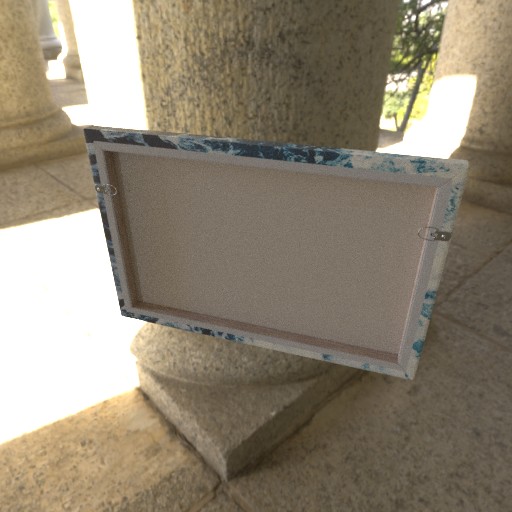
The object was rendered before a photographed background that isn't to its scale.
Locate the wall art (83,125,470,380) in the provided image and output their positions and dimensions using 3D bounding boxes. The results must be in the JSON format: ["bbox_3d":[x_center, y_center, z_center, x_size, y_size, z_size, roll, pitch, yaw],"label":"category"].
[{"bbox_3d":[0.000,0.000,1.181,0.915,0.610,0.042,9,33,15],"label":"wall art"}]
